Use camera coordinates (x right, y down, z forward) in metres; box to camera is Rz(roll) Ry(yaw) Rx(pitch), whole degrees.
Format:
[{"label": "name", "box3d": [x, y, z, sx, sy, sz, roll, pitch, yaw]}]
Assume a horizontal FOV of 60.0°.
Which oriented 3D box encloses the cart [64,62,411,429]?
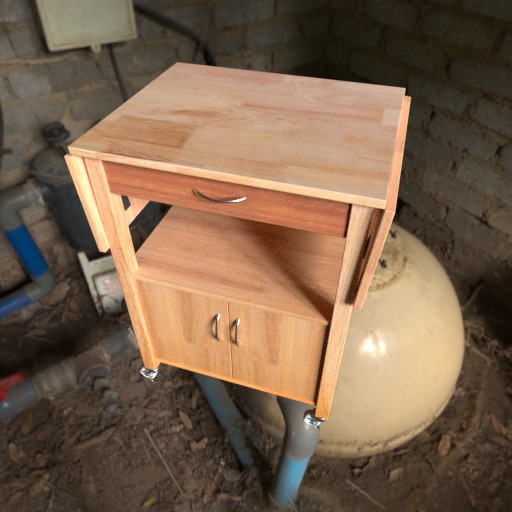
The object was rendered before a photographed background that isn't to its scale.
[{"label": "cart", "box3d": [0.000, 0.000, 1.249, 0.640, 0.838, 0.508, 12, 43, 13]}]
